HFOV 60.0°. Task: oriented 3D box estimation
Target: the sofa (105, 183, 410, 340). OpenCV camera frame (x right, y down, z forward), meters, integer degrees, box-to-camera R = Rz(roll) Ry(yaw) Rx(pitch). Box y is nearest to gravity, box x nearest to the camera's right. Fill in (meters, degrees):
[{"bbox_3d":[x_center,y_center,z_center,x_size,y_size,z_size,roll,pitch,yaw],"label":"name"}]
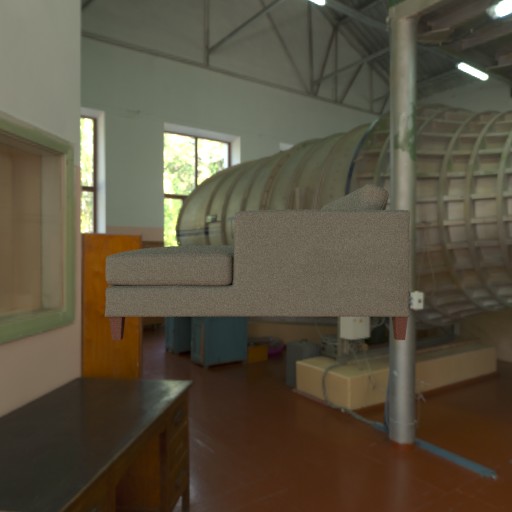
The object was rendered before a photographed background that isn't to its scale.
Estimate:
[{"bbox_3d":[0.000,0.000,3.898,1.625,0.861,3.186,0,1,0],"label":"sofa"}]
